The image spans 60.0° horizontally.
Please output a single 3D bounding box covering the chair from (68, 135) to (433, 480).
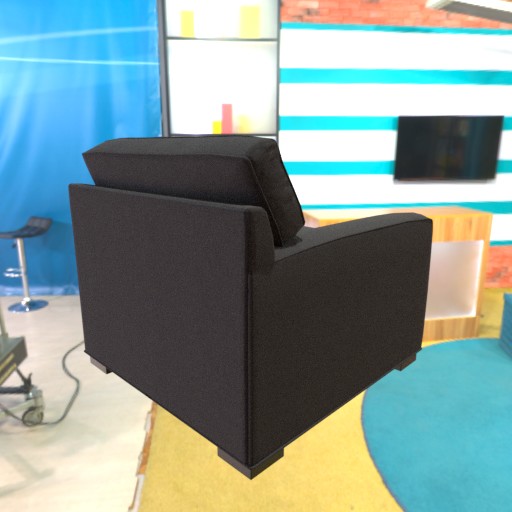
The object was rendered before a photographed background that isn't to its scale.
[{"bbox_3d":[0.000,0.000,1.769,0.997,0.913,1.043,13,19,43],"label":"chair"}]
